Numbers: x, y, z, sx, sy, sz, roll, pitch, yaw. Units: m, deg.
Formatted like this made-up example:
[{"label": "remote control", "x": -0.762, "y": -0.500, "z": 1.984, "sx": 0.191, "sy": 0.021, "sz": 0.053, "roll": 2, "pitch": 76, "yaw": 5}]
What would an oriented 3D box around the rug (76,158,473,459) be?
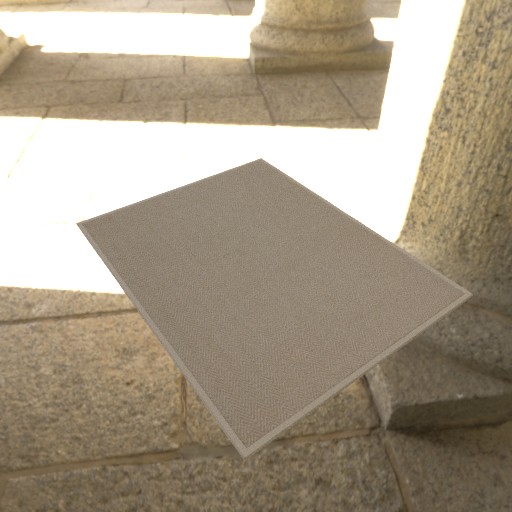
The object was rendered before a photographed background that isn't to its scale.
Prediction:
[{"label": "rug", "x": 0.000, "y": 0.000, "z": 4.197, "sx": 2.407, "sy": 0.020, "sz": 3.051, "roll": -25, "pitch": 46, "yaw": -27}]
